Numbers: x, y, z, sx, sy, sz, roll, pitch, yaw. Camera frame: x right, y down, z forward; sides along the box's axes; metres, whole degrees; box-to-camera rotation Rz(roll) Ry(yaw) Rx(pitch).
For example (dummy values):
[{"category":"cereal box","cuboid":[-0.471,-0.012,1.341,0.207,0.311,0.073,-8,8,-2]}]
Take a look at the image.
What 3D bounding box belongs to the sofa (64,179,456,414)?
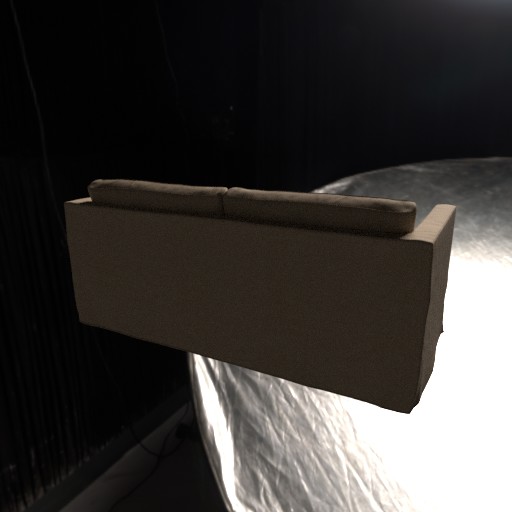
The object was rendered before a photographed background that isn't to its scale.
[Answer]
[{"category":"sofa","cuboid":[0.000,0.000,2.500,1.987,0.847,0.956,8,18,27]}]
